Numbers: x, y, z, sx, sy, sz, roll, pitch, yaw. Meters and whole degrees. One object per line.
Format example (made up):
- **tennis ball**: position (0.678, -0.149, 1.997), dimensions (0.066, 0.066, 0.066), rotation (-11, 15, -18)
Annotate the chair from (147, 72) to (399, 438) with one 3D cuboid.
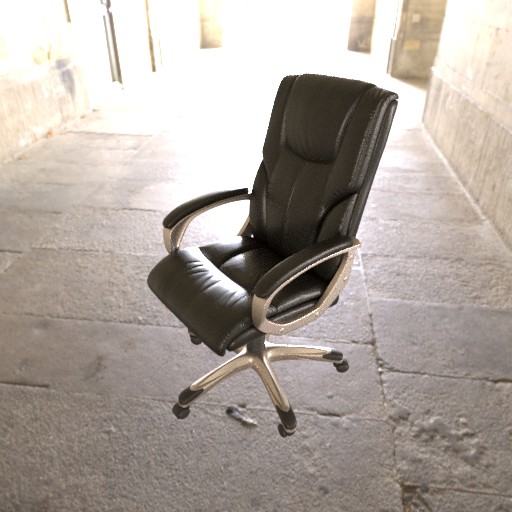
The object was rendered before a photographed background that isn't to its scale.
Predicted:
- **chair**: position (0.000, 0.000, 1.589), dimensions (0.780, 1.145, 0.700), rotation (-22, 38, -32)
